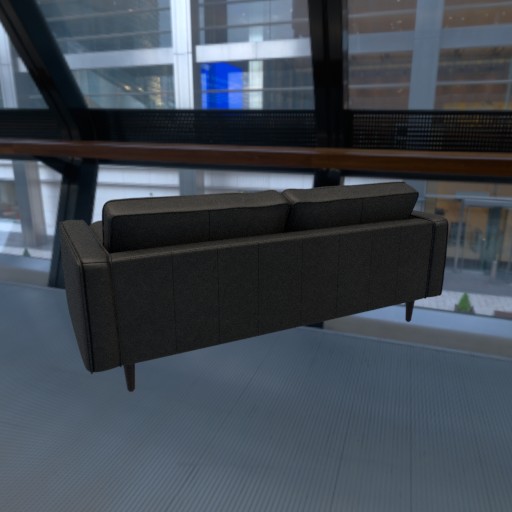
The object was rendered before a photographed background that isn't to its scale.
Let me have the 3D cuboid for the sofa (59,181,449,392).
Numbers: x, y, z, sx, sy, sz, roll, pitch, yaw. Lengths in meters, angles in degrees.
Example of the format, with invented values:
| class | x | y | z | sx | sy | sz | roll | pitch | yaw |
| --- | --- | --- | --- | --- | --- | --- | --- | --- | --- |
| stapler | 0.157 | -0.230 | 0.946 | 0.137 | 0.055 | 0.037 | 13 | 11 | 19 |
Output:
| class | x | y | z | sx | sy | sz | roll | pitch | yaw |
| --- | --- | --- | --- | --- | --- | --- | --- | --- | --- |
| sofa | 0.000 | 0.000 | 2.369 | 1.879 | 0.770 | 0.921 | -8 | 17 | -26 |
